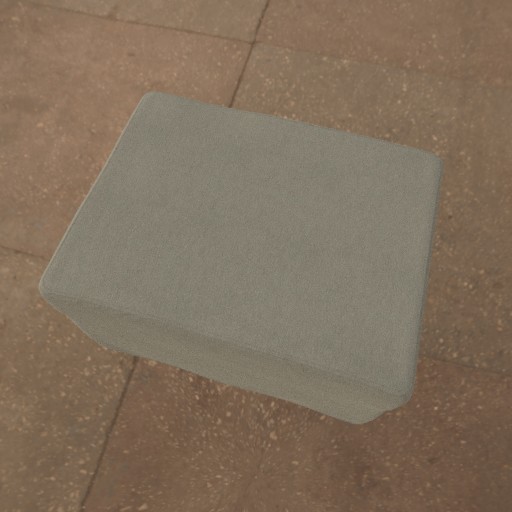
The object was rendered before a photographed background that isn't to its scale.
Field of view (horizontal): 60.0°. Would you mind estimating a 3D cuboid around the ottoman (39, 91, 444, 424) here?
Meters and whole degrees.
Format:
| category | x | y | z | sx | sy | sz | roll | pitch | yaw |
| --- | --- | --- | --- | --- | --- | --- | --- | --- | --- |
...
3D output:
| category | x | y | z | sx | sy | sz | roll | pitch | yaw |
| --- | --- | --- | --- | --- | --- | --- | --- | --- | --- |
| ottoman | 0.000 | 0.000 | 1.233 | 0.833 | 0.461 | 0.648 | 15 | 64 | 7 |
